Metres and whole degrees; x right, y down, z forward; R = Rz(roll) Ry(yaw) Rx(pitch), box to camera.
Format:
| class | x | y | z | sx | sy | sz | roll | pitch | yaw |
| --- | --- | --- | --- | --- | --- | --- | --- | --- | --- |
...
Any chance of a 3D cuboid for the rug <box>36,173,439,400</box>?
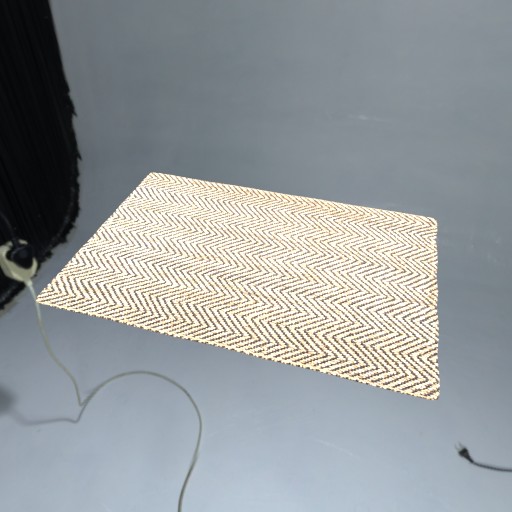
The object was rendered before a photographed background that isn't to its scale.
| class | x | y | z | sx | sy | sz | roll | pitch | yaw |
| --- | --- | --- | --- | --- | --- | --- | --- | --- | --- |
| rug | 0.000 | 0.000 | 2.329 | 1.828 | 0.008 | 1.219 | 11 | 43 | 12 |
